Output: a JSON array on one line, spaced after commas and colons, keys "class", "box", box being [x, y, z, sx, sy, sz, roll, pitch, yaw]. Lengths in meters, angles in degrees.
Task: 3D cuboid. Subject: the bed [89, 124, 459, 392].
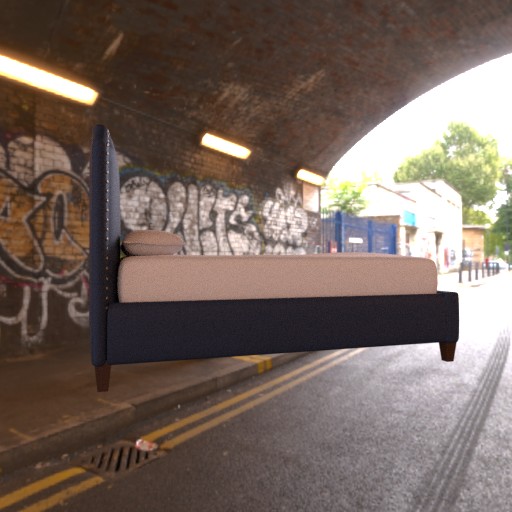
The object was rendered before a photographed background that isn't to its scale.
[{"class": "bed", "box": [0.000, 0.000, 3.442, 2.372, 1.443, 1.712, 0, 0, -18]}]
